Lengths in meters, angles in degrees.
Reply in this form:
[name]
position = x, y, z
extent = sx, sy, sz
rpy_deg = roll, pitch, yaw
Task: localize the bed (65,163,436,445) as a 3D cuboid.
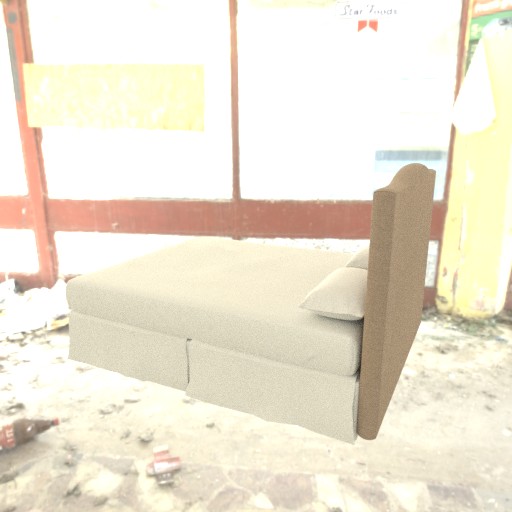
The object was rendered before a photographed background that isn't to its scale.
[bed]
position = 0.000, 0.000, 3.379
extent = 2.282, 1.436, 1.821
rpy_deg = 7, 16, 26
